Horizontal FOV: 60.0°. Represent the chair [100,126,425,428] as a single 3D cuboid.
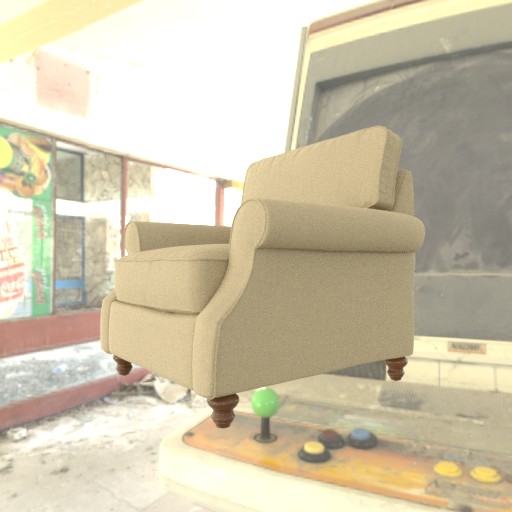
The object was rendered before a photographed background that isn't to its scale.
[{"bbox_3d":[0.000,0.000,1.767,0.966,0.967,1.029,1,-1,-38],"label":"chair"}]
